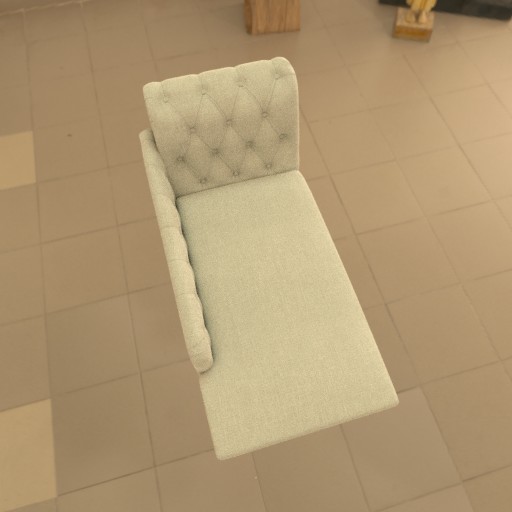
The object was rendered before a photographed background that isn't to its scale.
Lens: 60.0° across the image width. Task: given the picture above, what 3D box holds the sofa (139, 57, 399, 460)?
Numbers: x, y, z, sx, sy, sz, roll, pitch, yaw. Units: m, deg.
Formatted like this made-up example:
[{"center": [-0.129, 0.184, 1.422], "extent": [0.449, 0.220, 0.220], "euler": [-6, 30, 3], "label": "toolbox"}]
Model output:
[{"center": [0.000, 0.000, 1.791], "extent": [0.675, 0.787, 1.379], "euler": [-14, 64, -7], "label": "sofa"}]
